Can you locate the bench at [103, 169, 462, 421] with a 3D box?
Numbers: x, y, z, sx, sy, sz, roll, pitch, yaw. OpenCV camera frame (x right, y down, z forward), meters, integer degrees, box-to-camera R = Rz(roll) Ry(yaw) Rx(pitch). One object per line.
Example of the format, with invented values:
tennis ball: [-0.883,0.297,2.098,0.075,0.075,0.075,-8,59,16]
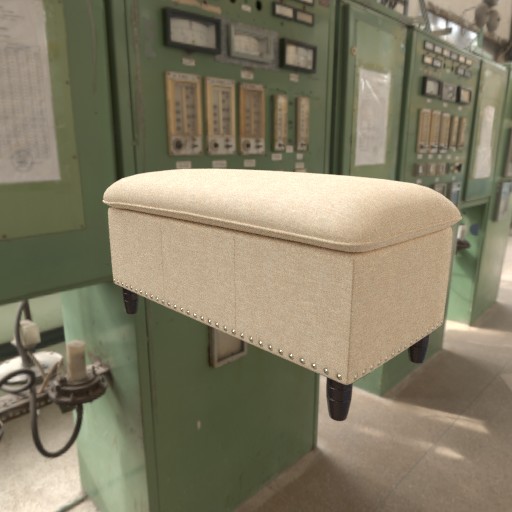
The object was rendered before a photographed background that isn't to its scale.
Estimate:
bench: [0.000,0.000,1.280,0.483,0.483,0.991,-13,19,-43]
